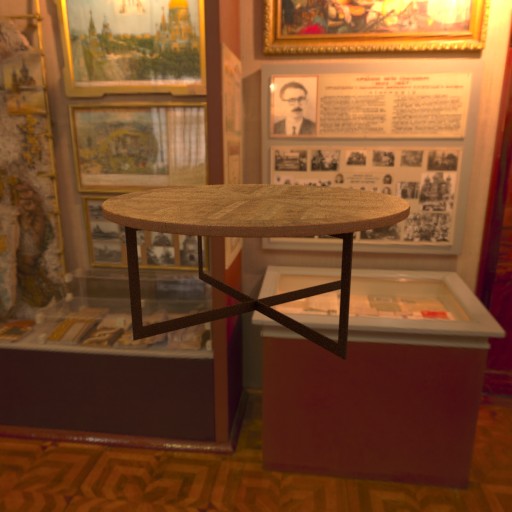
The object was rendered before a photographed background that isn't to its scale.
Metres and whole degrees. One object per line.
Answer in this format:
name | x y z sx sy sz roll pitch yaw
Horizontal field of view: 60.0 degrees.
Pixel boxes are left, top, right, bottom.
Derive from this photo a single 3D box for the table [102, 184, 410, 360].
table | 0.000 0.000 1.980 1.264 0.516 1.264 0 15 0
